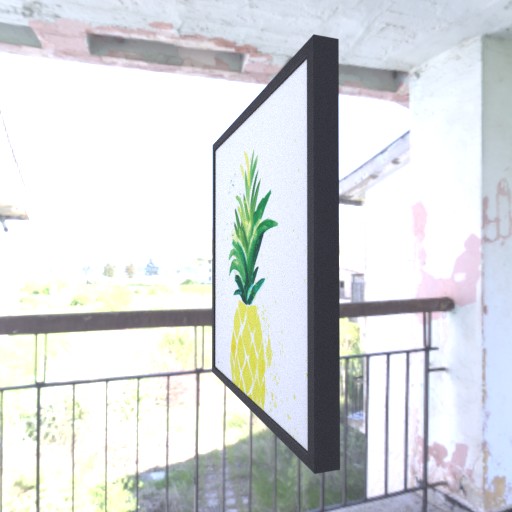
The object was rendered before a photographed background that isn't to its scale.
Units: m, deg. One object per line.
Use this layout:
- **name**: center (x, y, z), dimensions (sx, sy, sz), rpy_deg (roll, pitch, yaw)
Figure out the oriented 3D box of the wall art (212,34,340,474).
- **wall art**: center (0.000, 0.000, 0.756), dimensions (0.033, 0.507, 0.508), rpy_deg (0, -1, -19)
